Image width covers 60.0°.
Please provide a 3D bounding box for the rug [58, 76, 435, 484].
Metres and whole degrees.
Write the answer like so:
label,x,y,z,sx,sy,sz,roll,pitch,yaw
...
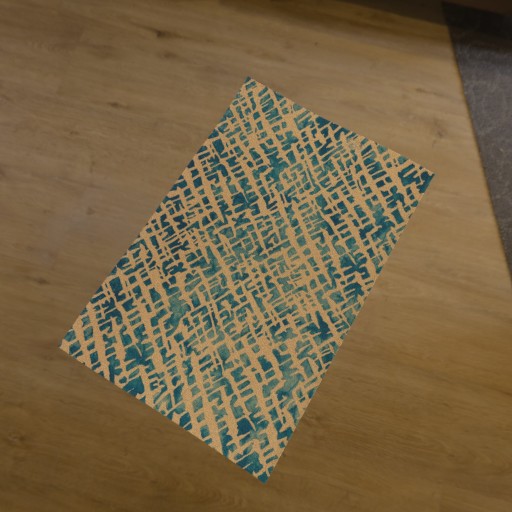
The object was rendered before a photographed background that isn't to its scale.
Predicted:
label,x,y,z,sx,sy,sz,roll,pitch,yaw
rug,0.000,0.000,2.332,1.209,0.011,1.830,30,78,7
